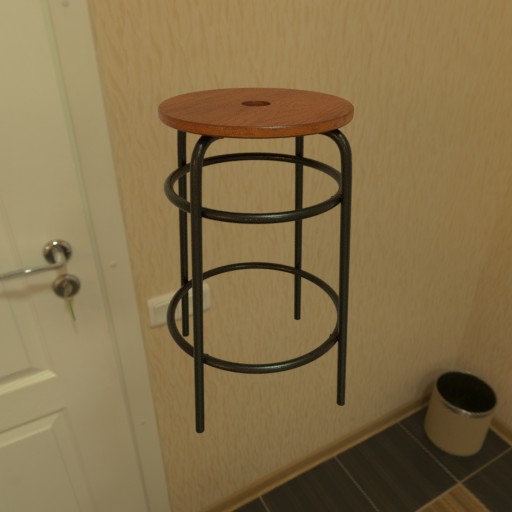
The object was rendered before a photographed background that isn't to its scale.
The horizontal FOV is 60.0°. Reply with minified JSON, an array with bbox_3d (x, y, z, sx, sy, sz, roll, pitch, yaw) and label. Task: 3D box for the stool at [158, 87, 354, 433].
[{"bbox_3d":[0.000,0.000,0.920,0.455,0.610,0.455,17,34,27],"label":"stool"}]
